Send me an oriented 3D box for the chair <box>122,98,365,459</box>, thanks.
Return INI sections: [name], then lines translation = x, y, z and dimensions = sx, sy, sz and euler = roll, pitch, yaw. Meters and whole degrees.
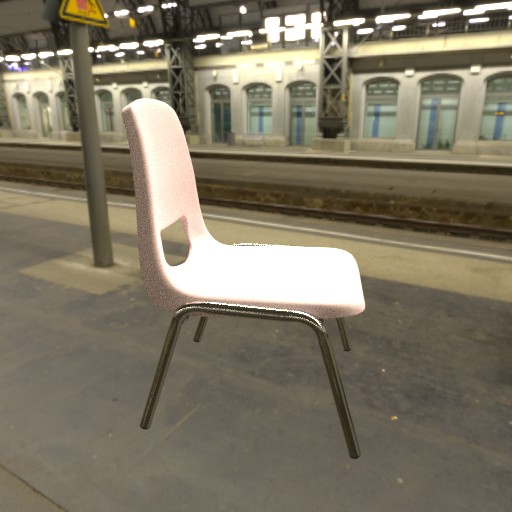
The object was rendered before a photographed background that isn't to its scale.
[chair]
translation = 0.000, 0.000, 0.800
dimensions = 0.385, 0.537, 0.354
euler = 3, 18, 9
